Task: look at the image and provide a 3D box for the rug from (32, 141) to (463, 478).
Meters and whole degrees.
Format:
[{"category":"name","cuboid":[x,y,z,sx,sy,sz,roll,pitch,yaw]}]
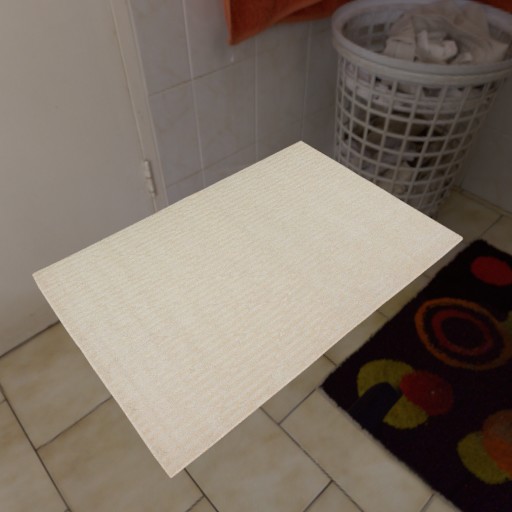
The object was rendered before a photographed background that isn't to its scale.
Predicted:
[{"category":"rug","cuboid":[0.000,0.000,2.256,1.848,0.014,1.238,-32,54,-27]}]
